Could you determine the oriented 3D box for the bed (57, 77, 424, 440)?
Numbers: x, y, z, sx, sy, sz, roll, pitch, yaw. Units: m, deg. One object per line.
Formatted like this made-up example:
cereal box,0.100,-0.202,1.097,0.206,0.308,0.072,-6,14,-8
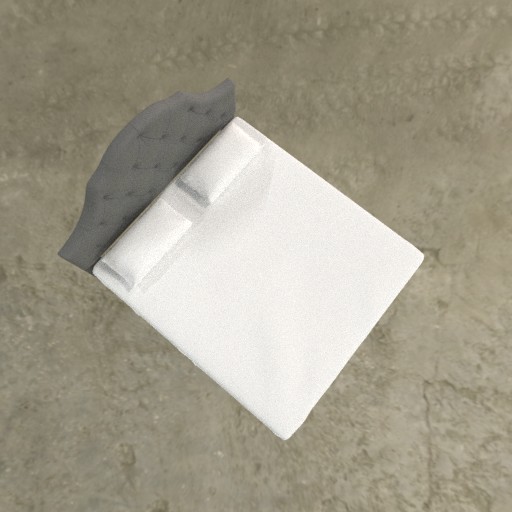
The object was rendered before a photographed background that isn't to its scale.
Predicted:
bed,0.000,0.000,3.543,2.214,1.615,2.008,39,79,9
